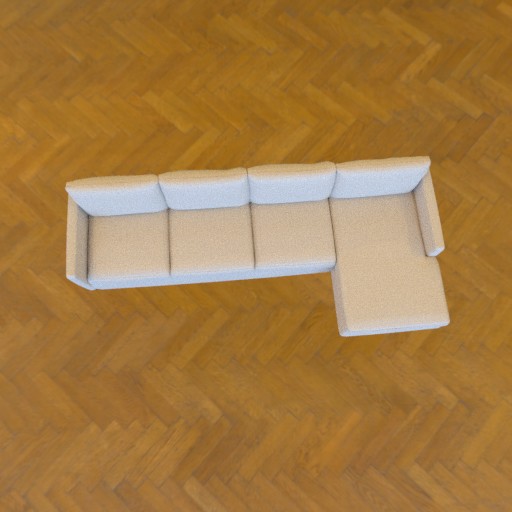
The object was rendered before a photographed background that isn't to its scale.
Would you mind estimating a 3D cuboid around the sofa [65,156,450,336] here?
[{"bbox_3d":[0.000,0.000,3.312,2.731,0.755,1.258,-4,75,-1],"label":"sofa"}]
